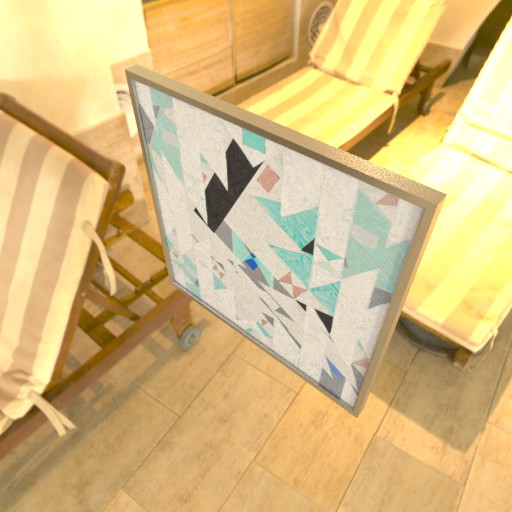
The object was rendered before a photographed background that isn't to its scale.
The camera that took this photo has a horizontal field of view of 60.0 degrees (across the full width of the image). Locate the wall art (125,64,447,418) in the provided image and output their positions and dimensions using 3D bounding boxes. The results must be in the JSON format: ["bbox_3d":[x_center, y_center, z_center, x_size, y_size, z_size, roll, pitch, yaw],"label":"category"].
[{"bbox_3d":[0.000,0.000,1.203,0.806,0.806,0.038,31,54,27],"label":"wall art"}]
